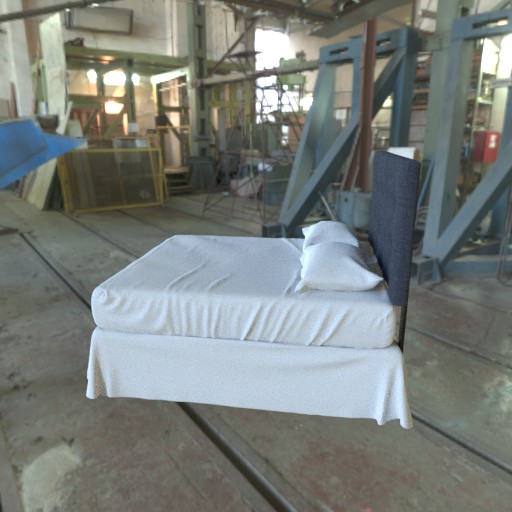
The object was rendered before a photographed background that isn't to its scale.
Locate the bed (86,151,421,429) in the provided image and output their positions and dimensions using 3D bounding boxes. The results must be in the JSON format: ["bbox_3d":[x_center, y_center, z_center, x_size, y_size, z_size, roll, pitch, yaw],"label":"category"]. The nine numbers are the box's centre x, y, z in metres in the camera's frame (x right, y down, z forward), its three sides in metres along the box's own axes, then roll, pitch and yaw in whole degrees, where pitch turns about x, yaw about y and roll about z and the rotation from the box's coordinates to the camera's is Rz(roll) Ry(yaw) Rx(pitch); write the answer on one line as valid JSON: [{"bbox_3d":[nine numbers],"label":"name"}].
[{"bbox_3d":[0.000,0.000,3.496,2.222,1.577,1.936,2,16,9],"label":"bed"}]
